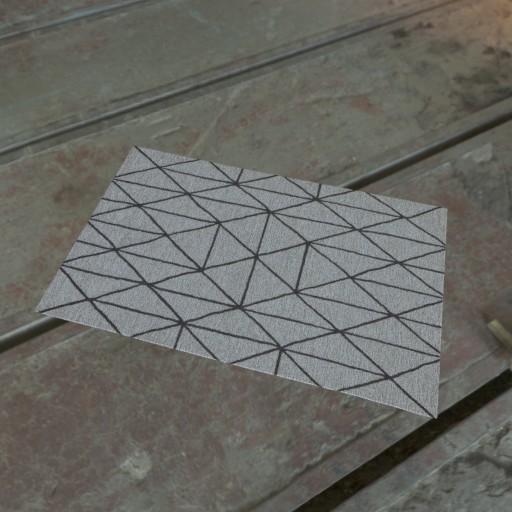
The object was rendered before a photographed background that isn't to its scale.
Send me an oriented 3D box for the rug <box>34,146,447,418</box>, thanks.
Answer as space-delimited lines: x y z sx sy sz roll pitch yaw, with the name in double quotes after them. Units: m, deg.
0.000 0.000 2.999 2.465 0.008 1.526 13 58 8 "rug"
